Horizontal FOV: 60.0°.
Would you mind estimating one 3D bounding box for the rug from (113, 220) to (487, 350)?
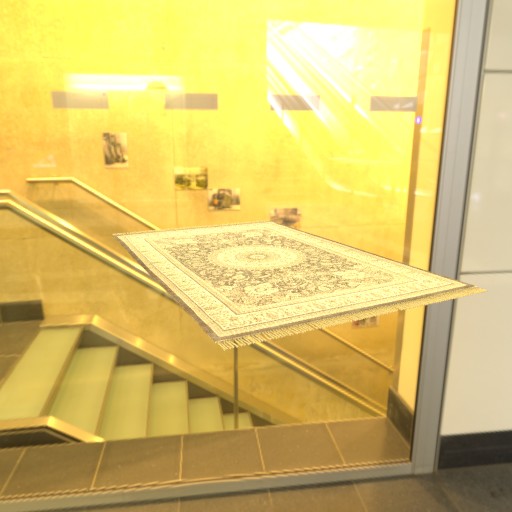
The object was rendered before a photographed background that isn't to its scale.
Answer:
[{"bbox_3d":[0.000,0.000,4.286,2.143,0.015,3.422,-7,16,-26],"label":"rug"}]
